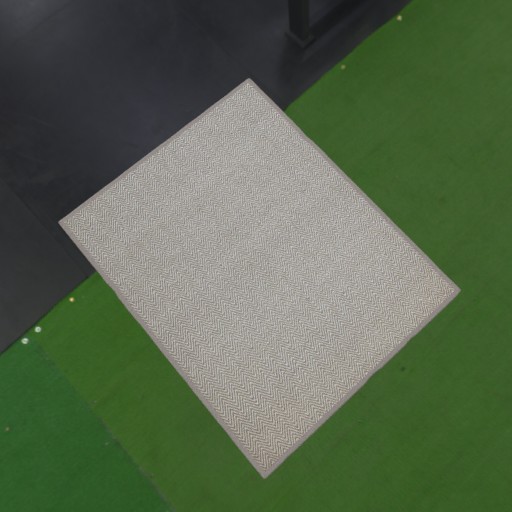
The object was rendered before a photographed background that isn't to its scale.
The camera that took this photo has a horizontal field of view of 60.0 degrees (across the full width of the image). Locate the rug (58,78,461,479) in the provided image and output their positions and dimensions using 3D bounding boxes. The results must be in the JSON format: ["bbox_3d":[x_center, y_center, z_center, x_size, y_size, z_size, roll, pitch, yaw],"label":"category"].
[{"bbox_3d":[0.000,0.000,4.180,2.434,0.032,3.007,-40,79,-9],"label":"rug"}]
